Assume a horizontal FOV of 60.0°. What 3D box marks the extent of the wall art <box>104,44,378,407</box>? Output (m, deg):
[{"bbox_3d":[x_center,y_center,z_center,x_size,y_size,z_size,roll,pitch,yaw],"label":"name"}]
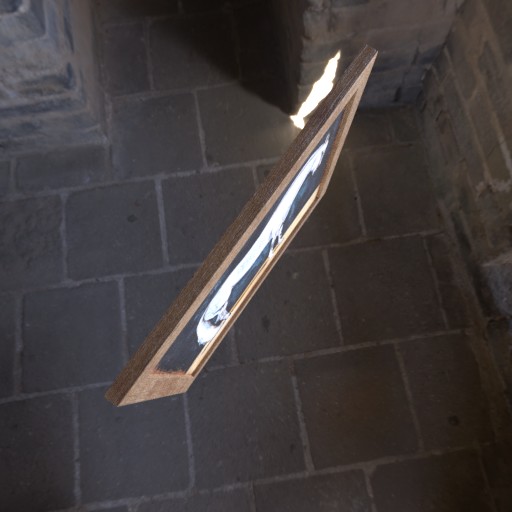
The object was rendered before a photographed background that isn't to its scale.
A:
[{"bbox_3d":[0.000,0.000,0.956,0.026,0.588,0.690,34,77,9],"label":"wall art"}]
